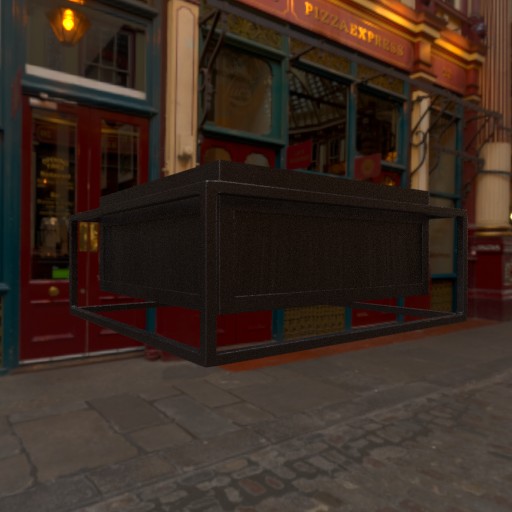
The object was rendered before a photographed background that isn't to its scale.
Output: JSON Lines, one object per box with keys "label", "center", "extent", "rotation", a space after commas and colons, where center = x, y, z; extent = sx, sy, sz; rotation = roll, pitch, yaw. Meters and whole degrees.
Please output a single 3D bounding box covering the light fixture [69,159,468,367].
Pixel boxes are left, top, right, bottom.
{"label": "light fixture", "center": [0.000, 0.000, 0.690], "extent": [0.441, 0.191, 0.441], "rotation": [0, 0, -37]}
